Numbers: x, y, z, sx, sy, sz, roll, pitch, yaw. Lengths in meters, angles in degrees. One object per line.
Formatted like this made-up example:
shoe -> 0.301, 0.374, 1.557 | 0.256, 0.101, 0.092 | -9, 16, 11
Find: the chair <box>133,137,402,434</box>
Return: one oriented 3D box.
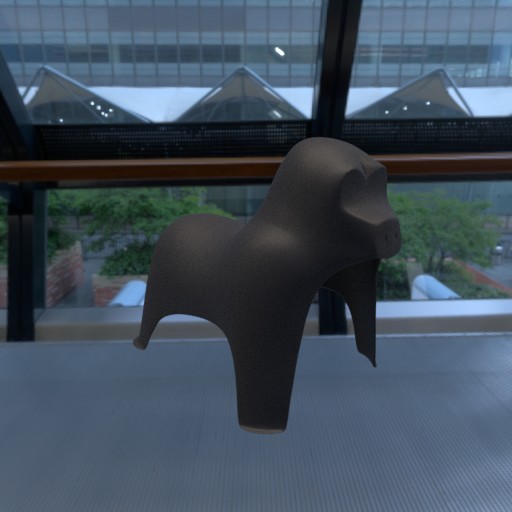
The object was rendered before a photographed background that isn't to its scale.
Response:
chair -> 0.000, 0.000, 1.167 | 0.758, 0.600, 0.490 | 13, 19, 42
